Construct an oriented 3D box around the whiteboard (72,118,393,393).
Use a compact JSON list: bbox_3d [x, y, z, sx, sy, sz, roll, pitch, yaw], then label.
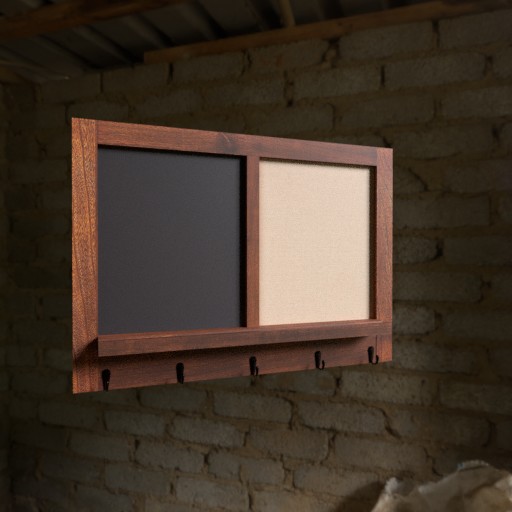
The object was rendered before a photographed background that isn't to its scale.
[{"bbox_3d":[0.000,0.000,1.002,0.768,0.553,0.083,0,1,-20],"label":"whiteboard"}]
